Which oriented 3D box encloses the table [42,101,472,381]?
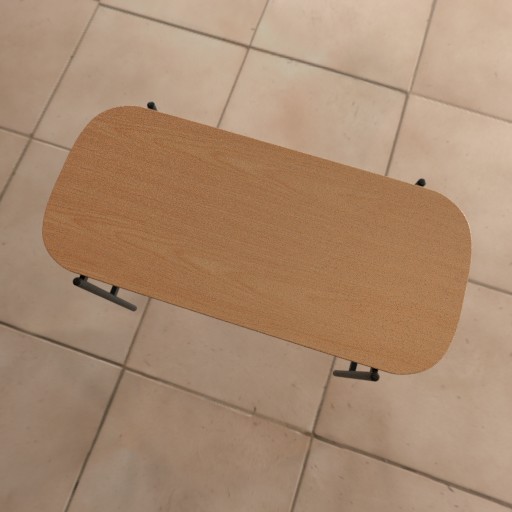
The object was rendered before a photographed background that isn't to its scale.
[{"bbox_3d":[0.000,0.000,1.031,0.800,0.400,0.400,17,77,4],"label":"table"}]
